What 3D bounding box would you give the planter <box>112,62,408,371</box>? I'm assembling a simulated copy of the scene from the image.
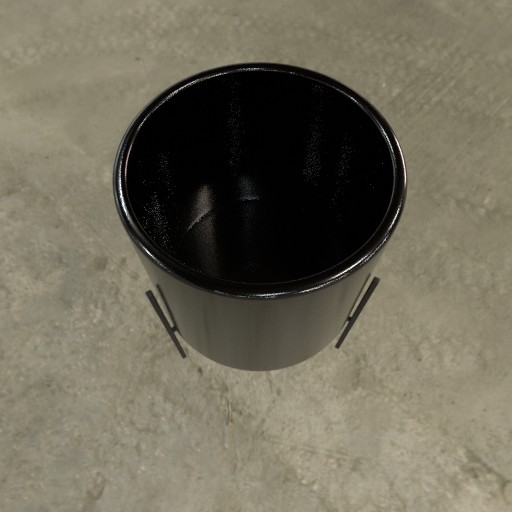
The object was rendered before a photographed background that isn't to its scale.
[{"bbox_3d":[0.000,0.000,0.643,0.310,0.432,0.310,-17,64,-8],"label":"planter"}]
